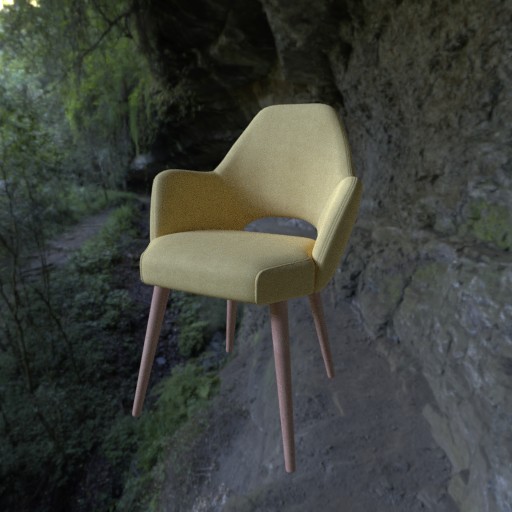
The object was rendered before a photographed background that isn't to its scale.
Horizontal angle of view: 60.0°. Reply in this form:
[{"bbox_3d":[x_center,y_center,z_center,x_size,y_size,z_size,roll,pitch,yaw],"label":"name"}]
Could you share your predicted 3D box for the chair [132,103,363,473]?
[{"bbox_3d":[0.000,0.000,1.241,0.590,0.840,0.610,8,17,26],"label":"chair"}]
